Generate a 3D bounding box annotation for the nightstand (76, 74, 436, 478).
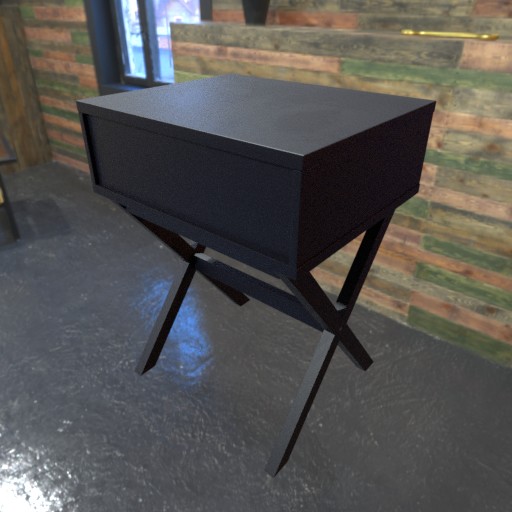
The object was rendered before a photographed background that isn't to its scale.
[{"bbox_3d":[0.000,0.000,0.923,0.479,0.623,0.402,23,37,34],"label":"nightstand"}]
